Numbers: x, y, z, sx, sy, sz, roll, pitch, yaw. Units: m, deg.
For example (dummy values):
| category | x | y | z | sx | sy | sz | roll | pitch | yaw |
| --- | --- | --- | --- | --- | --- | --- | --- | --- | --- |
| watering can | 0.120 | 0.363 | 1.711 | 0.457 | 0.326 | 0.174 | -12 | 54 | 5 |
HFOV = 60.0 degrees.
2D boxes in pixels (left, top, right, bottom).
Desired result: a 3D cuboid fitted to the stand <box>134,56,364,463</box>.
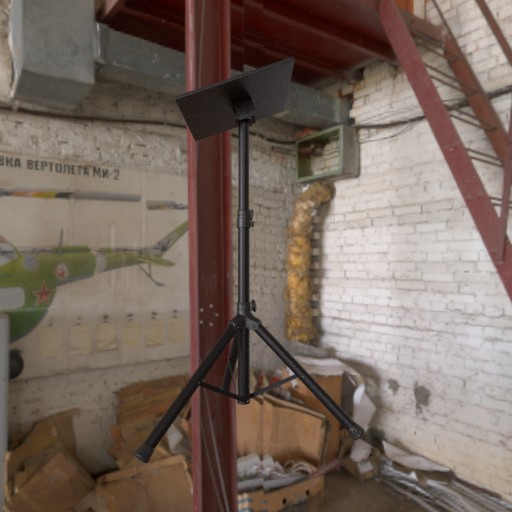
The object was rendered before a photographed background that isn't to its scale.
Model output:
| category | x | y | z | sx | sy | sz | roll | pitch | yaw |
| --- | --- | --- | --- | --- | --- | --- | --- | --- | --- |
| stand | 0.000 | 0.000 | 1.608 | 0.702 | 1.198 | 0.702 | 0 | -1 | 0 |
